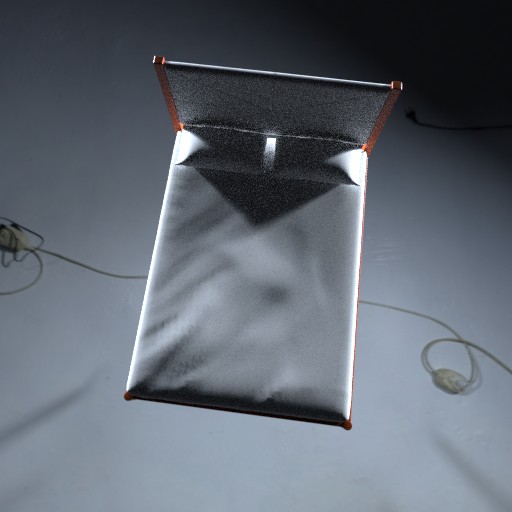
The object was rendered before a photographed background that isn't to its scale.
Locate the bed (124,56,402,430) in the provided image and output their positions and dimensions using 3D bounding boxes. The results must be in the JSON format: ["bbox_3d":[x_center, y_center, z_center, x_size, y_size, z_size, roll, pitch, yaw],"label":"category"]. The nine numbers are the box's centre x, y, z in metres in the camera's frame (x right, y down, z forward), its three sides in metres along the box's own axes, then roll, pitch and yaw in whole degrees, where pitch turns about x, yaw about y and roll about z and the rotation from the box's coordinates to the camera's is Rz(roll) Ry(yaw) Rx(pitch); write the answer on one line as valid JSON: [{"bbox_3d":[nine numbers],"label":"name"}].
[{"bbox_3d":[0.000,0.000,3.039,1.566,1.165,2.117,7,74,2],"label":"bed"}]
